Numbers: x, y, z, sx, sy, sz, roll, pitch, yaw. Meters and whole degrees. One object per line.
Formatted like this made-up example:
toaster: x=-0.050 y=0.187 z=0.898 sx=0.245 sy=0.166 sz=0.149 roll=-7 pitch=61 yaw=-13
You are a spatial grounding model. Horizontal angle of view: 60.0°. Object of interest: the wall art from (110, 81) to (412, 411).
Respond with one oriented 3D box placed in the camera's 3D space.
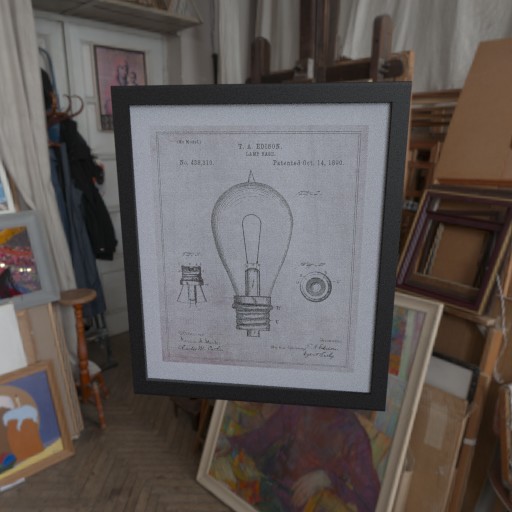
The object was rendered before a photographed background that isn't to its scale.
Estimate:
wall art: x=0.000 y=0.000 z=0.700 sx=0.430 sy=0.509 sz=0.021 roll=2 pitch=14 yaw=7
